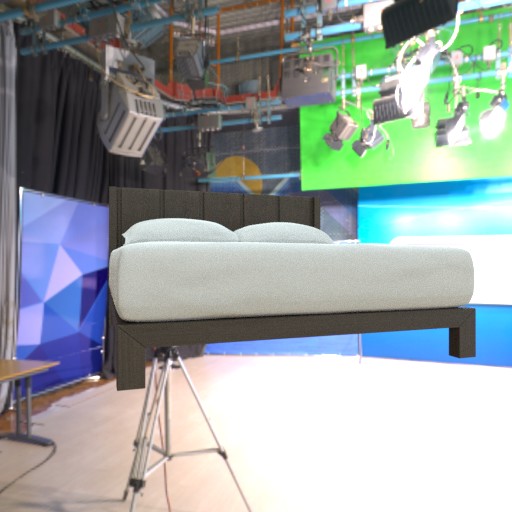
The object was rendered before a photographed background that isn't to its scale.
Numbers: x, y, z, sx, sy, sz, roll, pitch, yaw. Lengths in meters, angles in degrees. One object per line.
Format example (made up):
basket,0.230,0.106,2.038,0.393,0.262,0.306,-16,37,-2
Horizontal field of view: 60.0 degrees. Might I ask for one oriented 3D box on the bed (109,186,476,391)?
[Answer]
bed,0.000,0.000,3.438,2.143,1.261,2.238,0,0,-19
